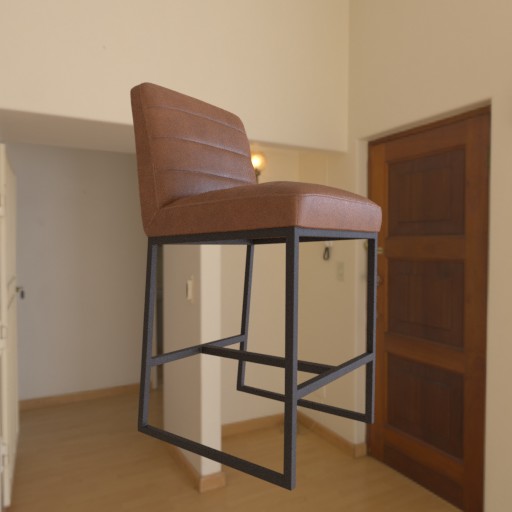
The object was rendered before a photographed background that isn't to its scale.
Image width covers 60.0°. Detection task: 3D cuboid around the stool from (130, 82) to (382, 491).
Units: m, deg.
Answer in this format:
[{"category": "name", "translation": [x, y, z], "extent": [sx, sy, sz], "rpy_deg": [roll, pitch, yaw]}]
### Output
[{"category": "stool", "translation": [0.000, 0.000, 1.215], "extent": [0.556, 0.940, 0.458], "rpy_deg": [1, 2, 37]}]
